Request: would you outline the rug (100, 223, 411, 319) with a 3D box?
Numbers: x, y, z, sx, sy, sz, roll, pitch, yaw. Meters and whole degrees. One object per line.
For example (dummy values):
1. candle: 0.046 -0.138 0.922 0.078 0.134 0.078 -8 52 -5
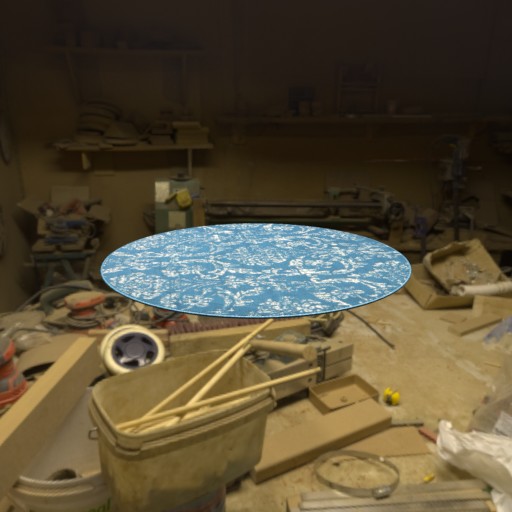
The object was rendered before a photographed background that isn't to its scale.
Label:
1. rug: 0.000 0.000 2.394 1.593 0.012 1.593 0 17 0
